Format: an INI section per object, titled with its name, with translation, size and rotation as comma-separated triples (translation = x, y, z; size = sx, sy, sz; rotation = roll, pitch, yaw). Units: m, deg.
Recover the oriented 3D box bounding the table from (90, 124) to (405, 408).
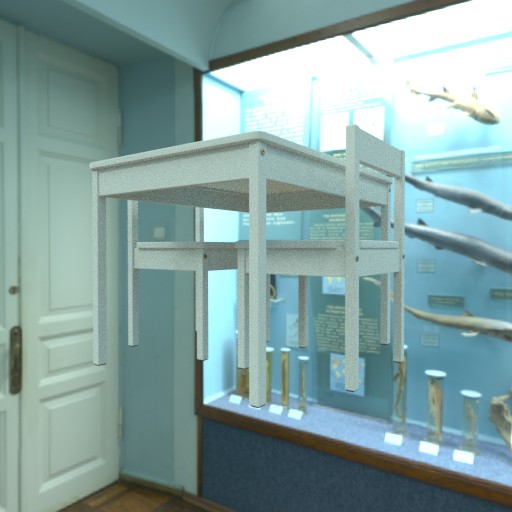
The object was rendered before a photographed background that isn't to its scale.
[table]
translation = 0.000, 0.000, 1.139
size = 0.672, 0.503, 0.650
rotation = 1, 1, 36
